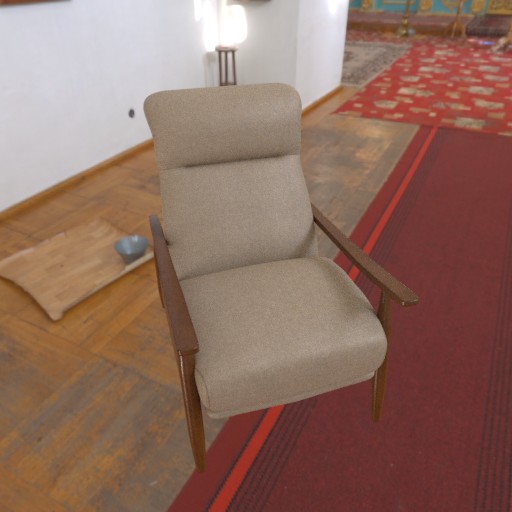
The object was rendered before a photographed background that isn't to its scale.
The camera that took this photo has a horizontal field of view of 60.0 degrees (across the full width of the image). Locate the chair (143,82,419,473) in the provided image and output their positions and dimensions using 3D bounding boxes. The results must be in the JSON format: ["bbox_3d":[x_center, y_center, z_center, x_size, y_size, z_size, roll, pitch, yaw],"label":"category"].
[{"bbox_3d":[0.000,0.000,1.745,0.762,1.082,1.030,-10,35,-14],"label":"chair"}]
